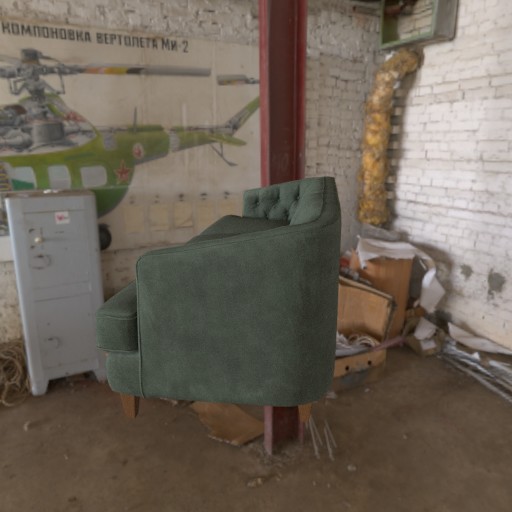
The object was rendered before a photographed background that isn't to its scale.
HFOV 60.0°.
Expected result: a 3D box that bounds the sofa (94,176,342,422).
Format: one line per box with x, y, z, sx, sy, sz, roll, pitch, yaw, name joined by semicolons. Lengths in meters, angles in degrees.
0.000;0.000;2.678;0.941;0.855;2.278;2;15;9;sofa
